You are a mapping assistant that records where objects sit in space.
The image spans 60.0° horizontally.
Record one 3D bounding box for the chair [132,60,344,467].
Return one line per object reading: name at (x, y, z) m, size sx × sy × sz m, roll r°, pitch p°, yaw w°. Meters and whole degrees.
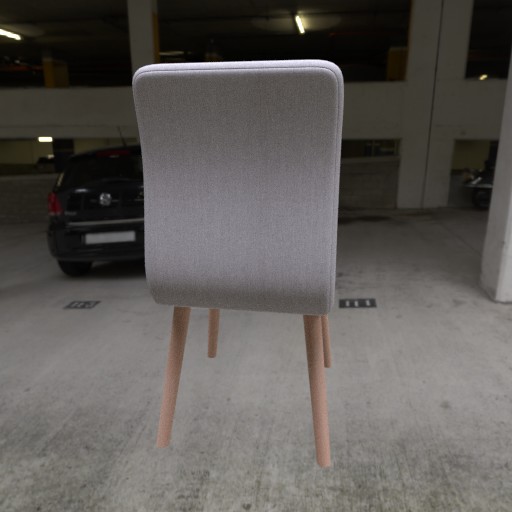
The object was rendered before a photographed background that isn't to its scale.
chair at (0.000, 0.000, 1.181) m, size 0.435 × 0.885 × 0.550 m, roll 3°, pitch 15°, yaw 9°
